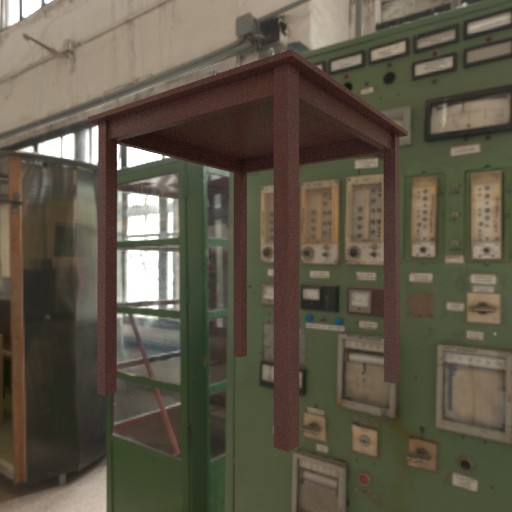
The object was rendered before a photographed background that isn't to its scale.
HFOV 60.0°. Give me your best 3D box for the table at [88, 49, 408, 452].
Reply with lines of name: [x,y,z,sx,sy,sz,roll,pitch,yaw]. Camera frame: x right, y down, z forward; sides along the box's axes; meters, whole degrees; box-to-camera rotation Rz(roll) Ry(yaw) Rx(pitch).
table: [0.000,0.000,1.668,0.861,0.991,0.861,0,-1,37]
